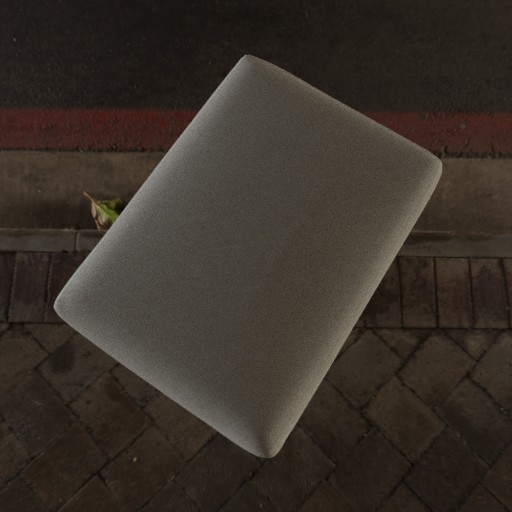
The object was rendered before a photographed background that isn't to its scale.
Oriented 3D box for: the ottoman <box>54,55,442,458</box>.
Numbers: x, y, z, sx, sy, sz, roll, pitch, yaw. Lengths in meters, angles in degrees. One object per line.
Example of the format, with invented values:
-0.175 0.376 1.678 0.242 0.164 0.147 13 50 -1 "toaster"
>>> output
0.000 0.000 1.158 0.569 0.504 0.773 32 78 8 "ottoman"
